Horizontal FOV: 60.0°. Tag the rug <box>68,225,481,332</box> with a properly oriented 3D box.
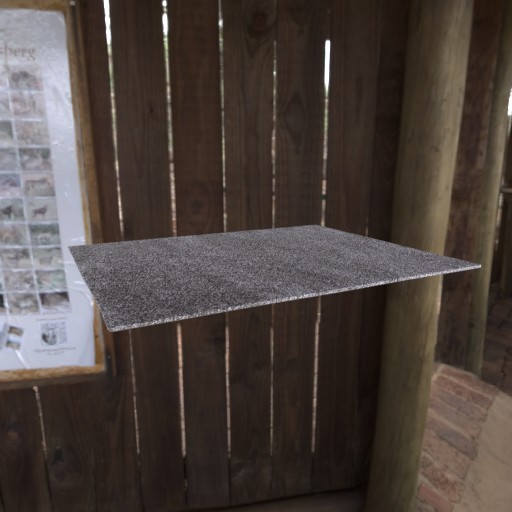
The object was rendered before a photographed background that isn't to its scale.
[{"bbox_3d":[0.000,0.000,4.061,3.000,0.025,2.401,-7,15,-27],"label":"rug"}]
